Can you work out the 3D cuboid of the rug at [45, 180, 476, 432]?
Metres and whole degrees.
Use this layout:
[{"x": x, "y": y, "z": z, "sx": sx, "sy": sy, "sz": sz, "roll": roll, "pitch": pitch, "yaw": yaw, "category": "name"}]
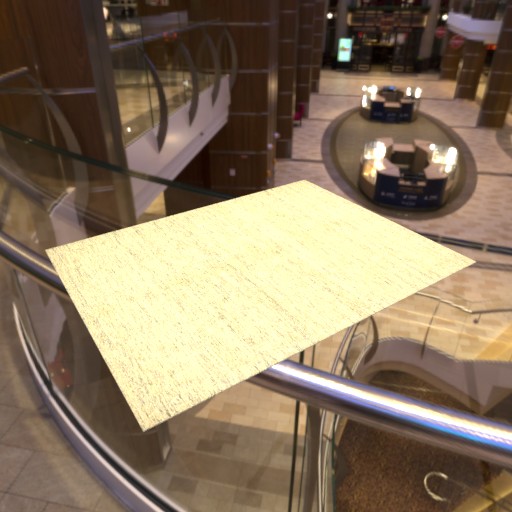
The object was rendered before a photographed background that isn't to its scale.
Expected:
[{"x": 0.000, "y": 0.000, "z": 4.130, "sx": 3.201, "sy": 0.014, "sz": 2.437, "roll": -19, "pitch": 36, "yaw": -29, "category": "rug"}]
